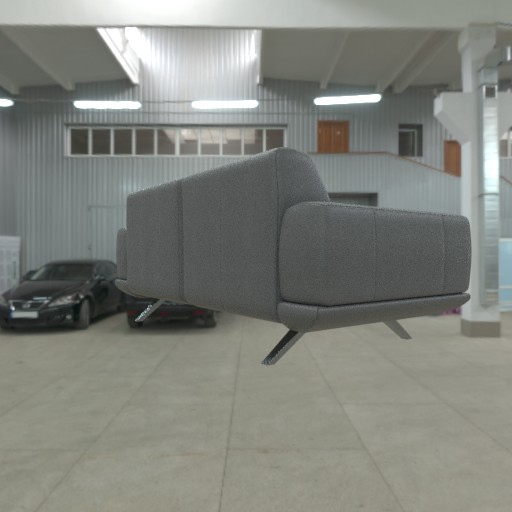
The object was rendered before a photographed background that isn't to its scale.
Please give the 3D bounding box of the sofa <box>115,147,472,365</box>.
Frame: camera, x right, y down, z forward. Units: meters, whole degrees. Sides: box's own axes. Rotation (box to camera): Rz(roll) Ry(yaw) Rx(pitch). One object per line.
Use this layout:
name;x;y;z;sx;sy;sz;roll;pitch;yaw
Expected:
sofa;0.000;0.000;2.349;0.900;0.772;1.901;0;0;-36
